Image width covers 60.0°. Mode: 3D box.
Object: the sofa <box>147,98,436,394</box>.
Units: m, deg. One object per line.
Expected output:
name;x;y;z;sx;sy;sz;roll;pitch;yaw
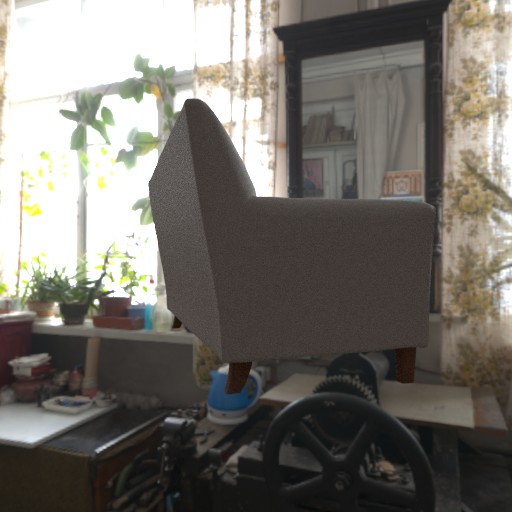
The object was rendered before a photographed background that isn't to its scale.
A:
sofa;0.000;0.000;2.069;0.888;0.890;1.482;0;0;-18
